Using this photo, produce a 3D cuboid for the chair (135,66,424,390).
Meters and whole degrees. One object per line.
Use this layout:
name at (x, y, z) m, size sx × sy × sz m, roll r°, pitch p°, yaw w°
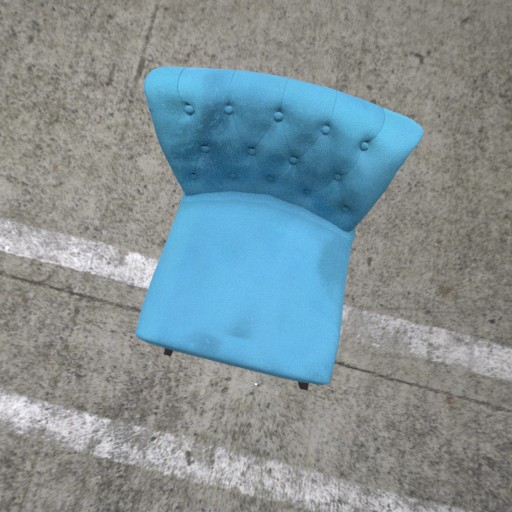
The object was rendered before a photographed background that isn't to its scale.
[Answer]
chair at (0.000, 0.000, 1.189) m, size 0.582 × 0.750 × 0.605 m, roll 13°, pitch 74°, yaw 4°
